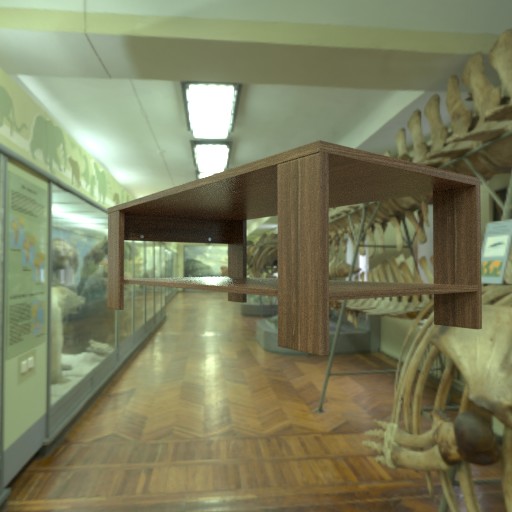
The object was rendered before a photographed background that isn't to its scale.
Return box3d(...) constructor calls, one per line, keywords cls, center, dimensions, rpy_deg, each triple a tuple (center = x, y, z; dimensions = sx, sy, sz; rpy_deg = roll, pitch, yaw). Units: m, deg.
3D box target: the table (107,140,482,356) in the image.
box3d(cls="table", center=(0.000, 0.000, 1.480), dimensions=(0.600, 0.400, 1.200), rpy_deg=(1, -2, -37))
